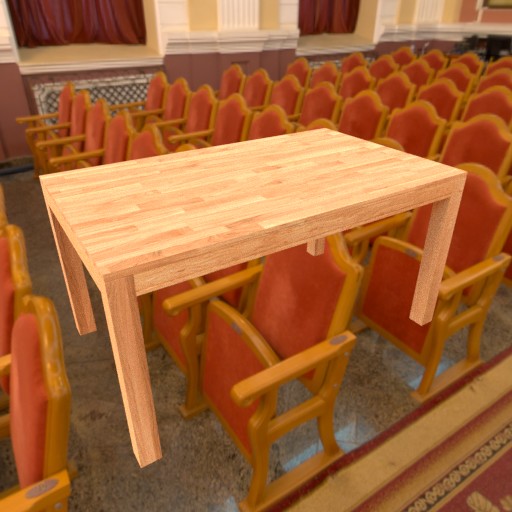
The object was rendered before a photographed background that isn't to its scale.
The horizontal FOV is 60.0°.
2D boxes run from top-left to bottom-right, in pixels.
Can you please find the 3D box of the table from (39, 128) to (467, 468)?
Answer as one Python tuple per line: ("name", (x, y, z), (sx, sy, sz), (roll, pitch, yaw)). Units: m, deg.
("table", (0.000, 0.000, 1.996), (1.500, 0.770, 0.900), (-17, 34, -28))
